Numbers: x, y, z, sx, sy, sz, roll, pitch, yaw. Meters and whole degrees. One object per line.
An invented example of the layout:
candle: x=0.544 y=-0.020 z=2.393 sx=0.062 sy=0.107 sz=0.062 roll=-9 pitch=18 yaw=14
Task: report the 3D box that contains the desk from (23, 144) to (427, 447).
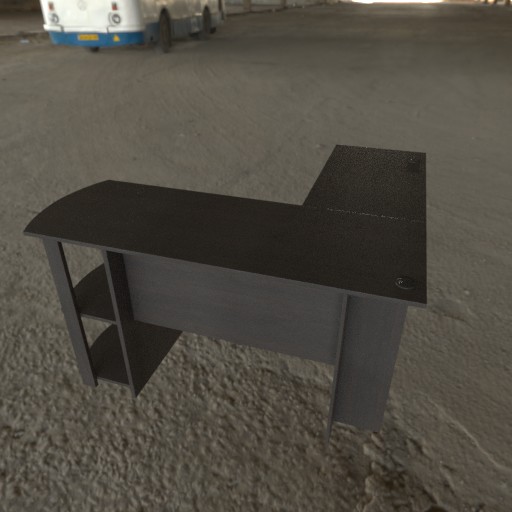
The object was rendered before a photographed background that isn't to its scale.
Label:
desk: x=0.000 y=0.000 z=2.048 sx=1.361 sy=0.716 sz=1.303 roll=10 pitch=32 yaw=15
